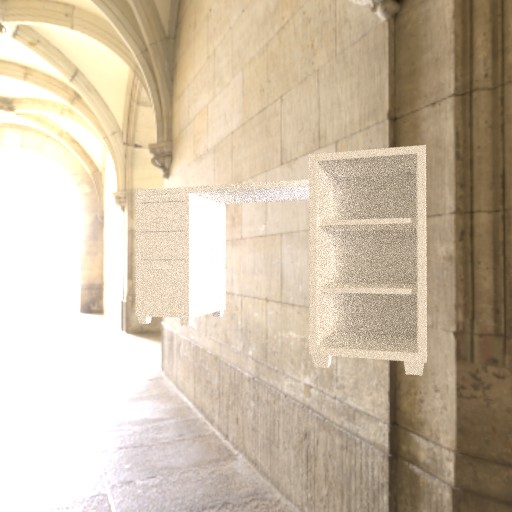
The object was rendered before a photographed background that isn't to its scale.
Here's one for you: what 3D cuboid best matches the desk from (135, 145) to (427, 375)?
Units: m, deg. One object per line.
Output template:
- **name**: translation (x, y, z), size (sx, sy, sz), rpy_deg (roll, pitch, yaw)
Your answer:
- **desk**: translation (0.000, 0.000, 2.173), size (1.524, 0.759, 1.199), rpy_deg (0, -1, 19)
